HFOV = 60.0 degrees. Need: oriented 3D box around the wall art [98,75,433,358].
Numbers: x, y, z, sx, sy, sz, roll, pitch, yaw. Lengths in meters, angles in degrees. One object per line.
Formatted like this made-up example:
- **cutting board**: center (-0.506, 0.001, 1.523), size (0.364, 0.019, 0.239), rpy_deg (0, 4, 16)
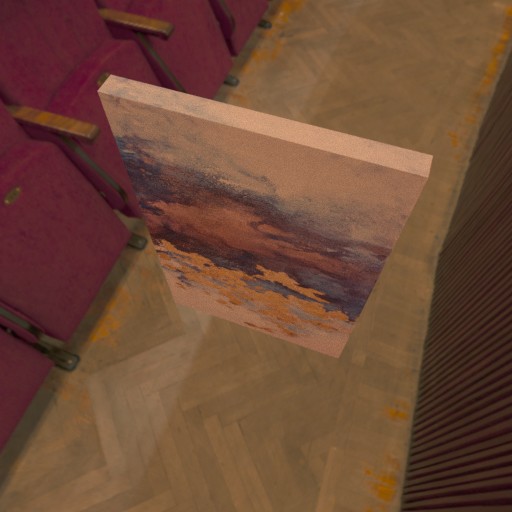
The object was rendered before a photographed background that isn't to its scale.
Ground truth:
- **wall art**: center (0.000, 0.000, 1.120), size (0.583, 0.874, 0.048), rpy_deg (17, 60, 10)
